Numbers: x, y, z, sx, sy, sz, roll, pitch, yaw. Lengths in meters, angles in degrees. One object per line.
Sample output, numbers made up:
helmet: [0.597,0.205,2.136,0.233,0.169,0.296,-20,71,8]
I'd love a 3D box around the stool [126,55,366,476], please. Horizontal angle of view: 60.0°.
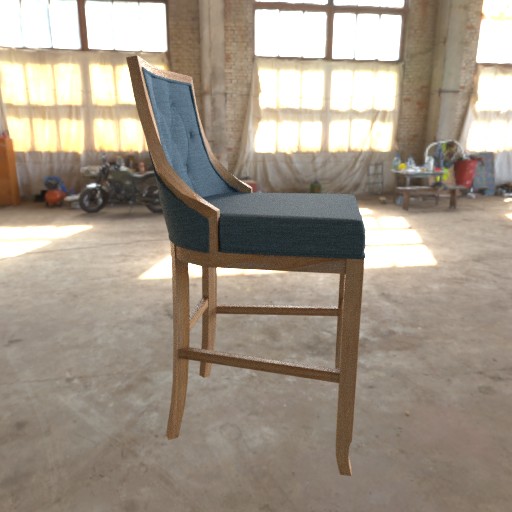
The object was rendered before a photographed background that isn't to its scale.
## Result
stool: [0.000,0.000,1.381,0.626,1.101,0.524,3,16,9]
